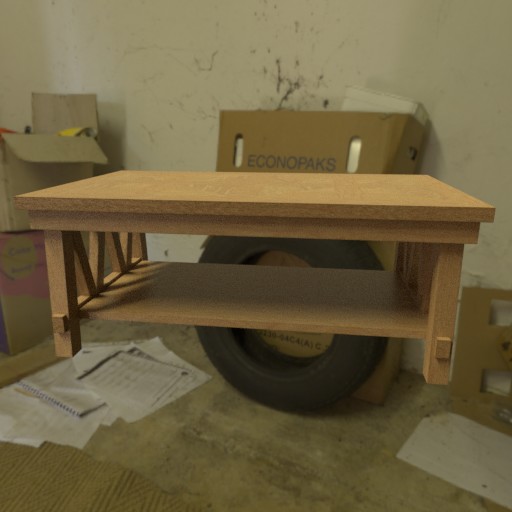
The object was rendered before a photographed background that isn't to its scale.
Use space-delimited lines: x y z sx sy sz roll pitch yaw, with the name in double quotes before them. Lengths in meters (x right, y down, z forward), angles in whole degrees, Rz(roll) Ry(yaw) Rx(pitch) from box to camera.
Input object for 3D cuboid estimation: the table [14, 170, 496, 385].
"table" 0.000 0.000 1.566 1.270 0.507 0.711 2 17 7
